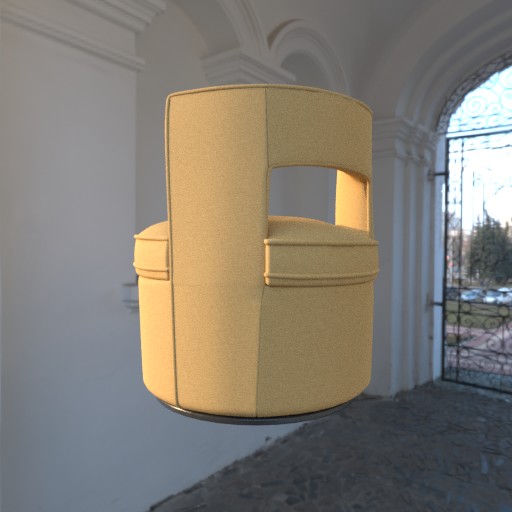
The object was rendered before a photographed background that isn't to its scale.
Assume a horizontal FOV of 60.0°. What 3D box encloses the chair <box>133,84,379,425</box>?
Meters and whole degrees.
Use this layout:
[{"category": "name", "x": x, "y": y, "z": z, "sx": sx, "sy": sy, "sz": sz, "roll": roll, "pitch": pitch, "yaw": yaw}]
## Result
[{"category": "chair", "x": 0.000, "y": 0.000, "z": 1.221, "sx": 0.650, "sy": 0.723, "sz": 0.665, "roll": -1, "pitch": 1, "yaw": -36}]
